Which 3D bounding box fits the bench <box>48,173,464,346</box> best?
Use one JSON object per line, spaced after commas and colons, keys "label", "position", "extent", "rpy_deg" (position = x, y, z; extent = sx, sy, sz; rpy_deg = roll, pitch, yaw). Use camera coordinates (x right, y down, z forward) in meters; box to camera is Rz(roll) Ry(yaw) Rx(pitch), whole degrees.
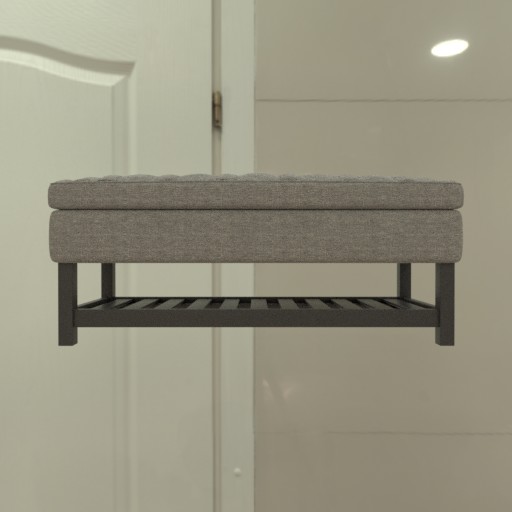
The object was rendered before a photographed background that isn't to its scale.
{"label": "bench", "position": [0.000, 0.000, 1.347], "extent": [1.100, 0.470, 0.429], "rpy_deg": [0, 0, 0]}
